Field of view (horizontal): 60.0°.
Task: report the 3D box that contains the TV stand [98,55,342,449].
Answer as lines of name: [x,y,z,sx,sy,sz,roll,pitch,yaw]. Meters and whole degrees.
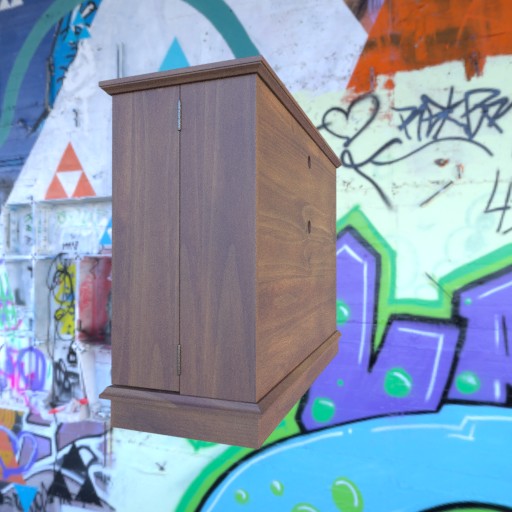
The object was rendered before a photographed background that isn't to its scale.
TV stand: [0.000,0.000,1.473,0.406,0.813,1.067,0,-1,20]
